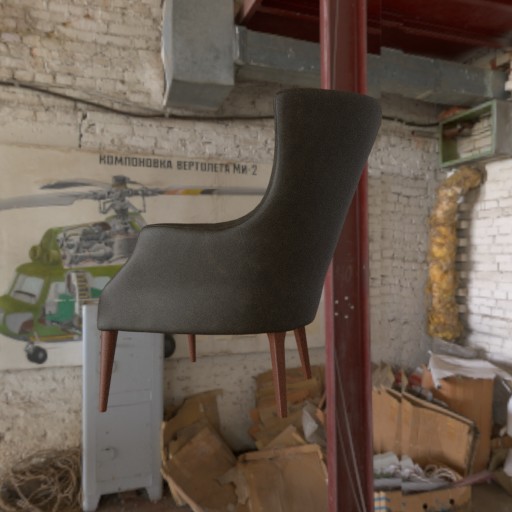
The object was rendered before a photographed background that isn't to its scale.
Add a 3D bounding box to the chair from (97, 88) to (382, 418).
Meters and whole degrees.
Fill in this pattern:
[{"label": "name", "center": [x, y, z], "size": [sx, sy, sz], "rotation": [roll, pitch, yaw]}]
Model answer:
[{"label": "chair", "center": [0.000, 0.000, 1.747], "size": [0.954, 1.068, 0.819], "rotation": [0, 0, 17]}]
